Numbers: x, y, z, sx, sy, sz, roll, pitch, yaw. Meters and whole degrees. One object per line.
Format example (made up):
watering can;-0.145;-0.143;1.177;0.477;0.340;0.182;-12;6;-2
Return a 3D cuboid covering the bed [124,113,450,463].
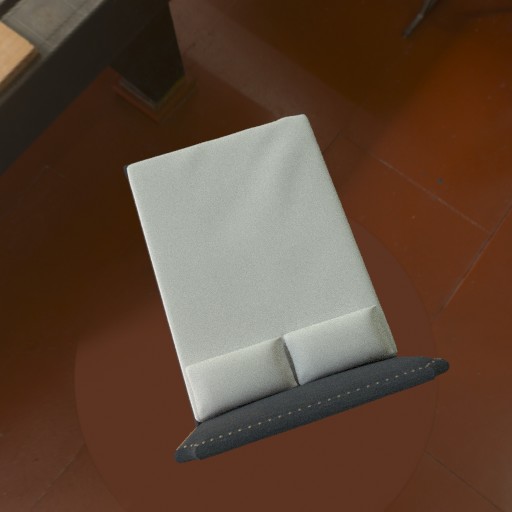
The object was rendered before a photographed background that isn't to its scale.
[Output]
bed;0.000;0.000;3.422;1.713;1.443;2.372;-17;77;-4
